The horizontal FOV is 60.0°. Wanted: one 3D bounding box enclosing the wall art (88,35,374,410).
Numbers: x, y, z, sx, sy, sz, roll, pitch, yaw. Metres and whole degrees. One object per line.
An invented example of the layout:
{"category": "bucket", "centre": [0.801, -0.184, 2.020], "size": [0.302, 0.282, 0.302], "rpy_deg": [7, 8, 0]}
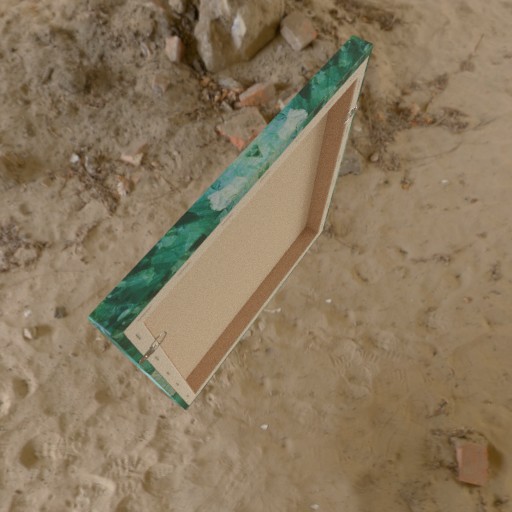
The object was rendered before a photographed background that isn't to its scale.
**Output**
{"category": "wall art", "centre": [0.000, 0.000, 0.740], "size": [0.038, 0.508, 0.507], "rpy_deg": [33, 68, 15]}
